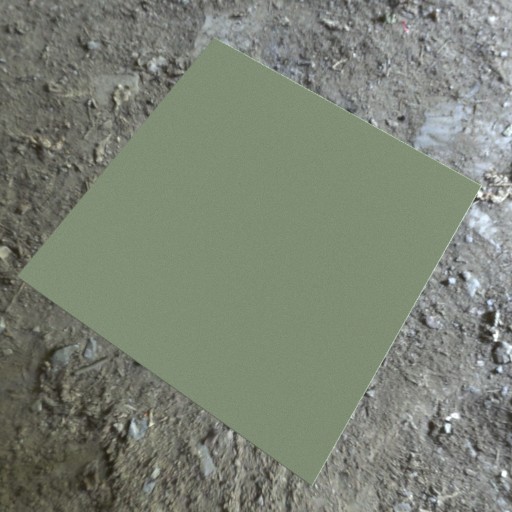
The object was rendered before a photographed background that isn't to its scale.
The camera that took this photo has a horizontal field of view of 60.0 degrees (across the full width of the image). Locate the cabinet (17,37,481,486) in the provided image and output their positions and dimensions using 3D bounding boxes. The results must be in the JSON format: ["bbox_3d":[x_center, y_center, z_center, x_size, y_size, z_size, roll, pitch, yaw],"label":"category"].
[{"bbox_3d":[0.000,0.000,1.276,0.800,0.460,0.800,32,77,9],"label":"cabinet"}]
